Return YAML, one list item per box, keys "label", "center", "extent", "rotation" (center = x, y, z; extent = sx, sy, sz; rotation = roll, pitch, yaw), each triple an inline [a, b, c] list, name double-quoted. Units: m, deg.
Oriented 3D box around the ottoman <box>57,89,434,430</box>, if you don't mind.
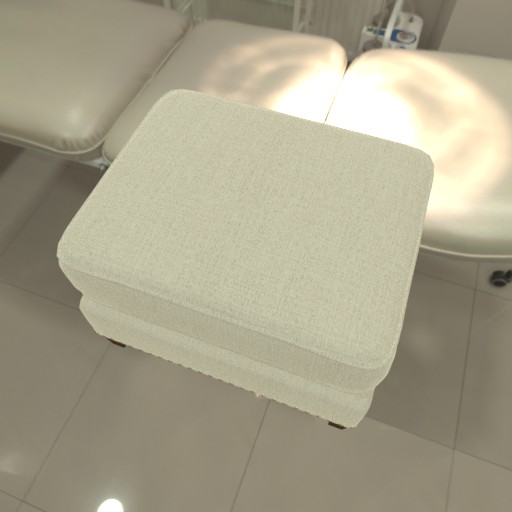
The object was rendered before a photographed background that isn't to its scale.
- label: "ottoman"
  center: [0.000, 0.000, 1.142]
  extent: [0.738, 0.537, 0.589]
  rotation: [18, 61, 10]
